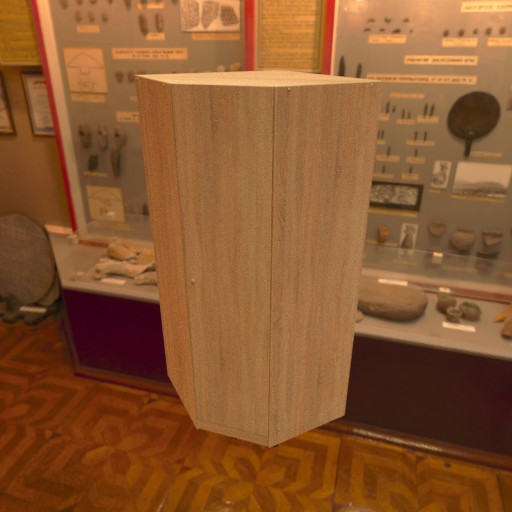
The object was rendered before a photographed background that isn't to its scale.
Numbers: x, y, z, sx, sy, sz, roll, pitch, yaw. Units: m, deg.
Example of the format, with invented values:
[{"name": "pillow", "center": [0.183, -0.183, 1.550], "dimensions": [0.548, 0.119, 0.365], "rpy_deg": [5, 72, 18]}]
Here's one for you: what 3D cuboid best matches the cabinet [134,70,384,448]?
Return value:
[{"name": "cabinet", "center": [0.000, 0.000, 2.815], "dimensions": [1.327, 2.120, 1.094], "rpy_deg": [8, 27, 16]}]
